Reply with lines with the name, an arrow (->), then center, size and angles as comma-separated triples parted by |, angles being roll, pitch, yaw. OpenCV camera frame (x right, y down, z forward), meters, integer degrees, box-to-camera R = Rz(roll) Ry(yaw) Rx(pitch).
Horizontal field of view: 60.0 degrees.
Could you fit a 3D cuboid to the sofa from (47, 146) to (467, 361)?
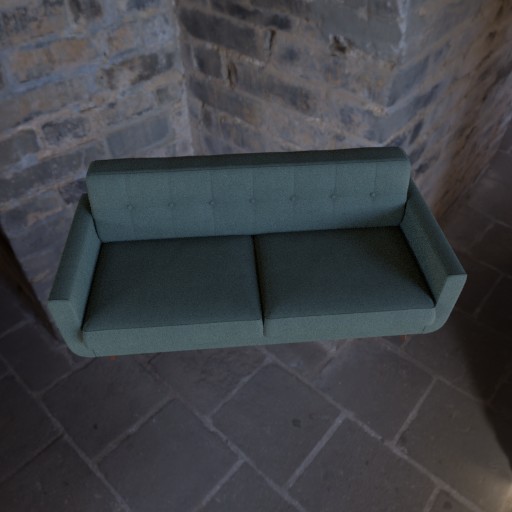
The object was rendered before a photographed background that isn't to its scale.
sofa -> 0.000, 0.000, 2.501 | 2.029, 0.841, 0.909 | -3, 45, -3
